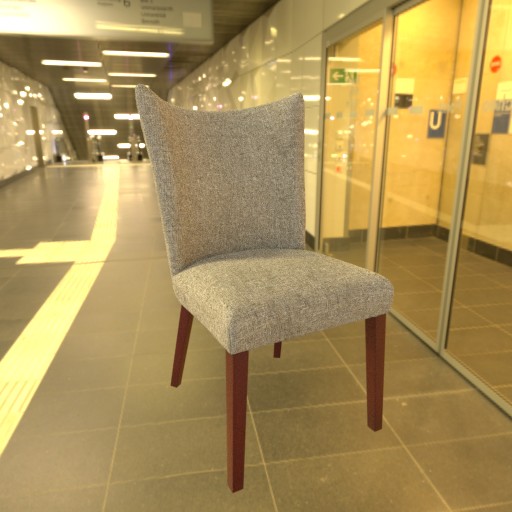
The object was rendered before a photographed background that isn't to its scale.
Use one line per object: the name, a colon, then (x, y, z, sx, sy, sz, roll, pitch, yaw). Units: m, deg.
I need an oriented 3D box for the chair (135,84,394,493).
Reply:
chair: (0.000, 0.000, 1.266, 0.535, 0.924, 0.623, -9, 18, -28)
